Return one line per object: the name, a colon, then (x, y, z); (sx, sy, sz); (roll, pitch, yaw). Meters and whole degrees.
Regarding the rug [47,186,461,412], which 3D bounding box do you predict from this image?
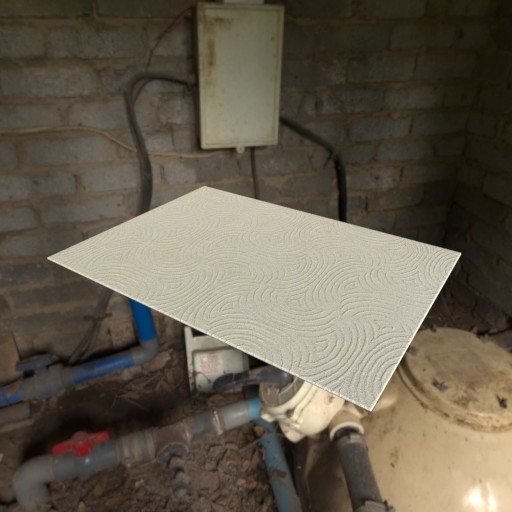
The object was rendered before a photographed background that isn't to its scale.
rug: (0.000, 0.000, 2.806); (2.132, 0.015, 1.526); (19, 35, 29)
